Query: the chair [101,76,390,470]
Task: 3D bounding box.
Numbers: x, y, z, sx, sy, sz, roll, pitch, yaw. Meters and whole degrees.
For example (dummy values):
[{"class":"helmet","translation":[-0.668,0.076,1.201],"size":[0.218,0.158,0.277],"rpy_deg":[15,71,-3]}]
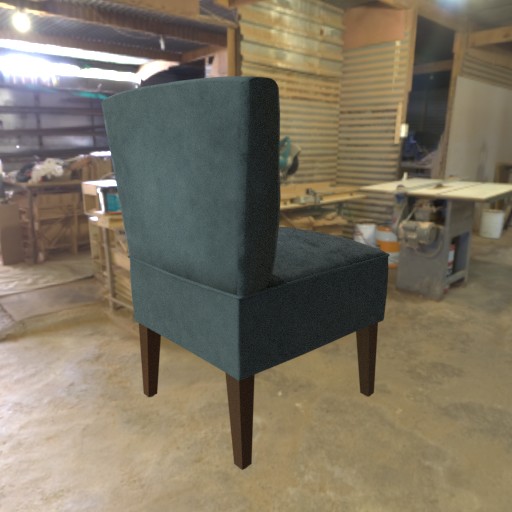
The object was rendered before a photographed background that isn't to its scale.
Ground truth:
[{"class":"chair","translation":[0.000,0.000,1.155],"size":[0.551,0.806,0.521],"rpy_deg":[-14,20,-42]}]
